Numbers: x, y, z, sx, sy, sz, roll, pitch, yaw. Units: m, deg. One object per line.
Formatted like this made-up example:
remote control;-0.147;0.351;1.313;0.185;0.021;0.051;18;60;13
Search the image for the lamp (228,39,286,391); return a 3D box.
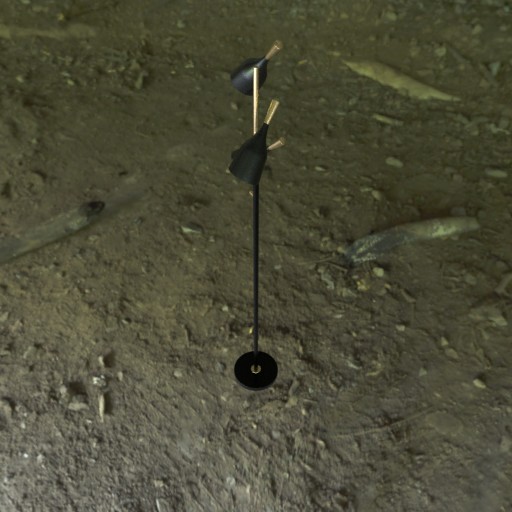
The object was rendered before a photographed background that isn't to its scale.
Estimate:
lamp;0.000;0.000;1.959;0.253;1.778;0.434;0;42;0
